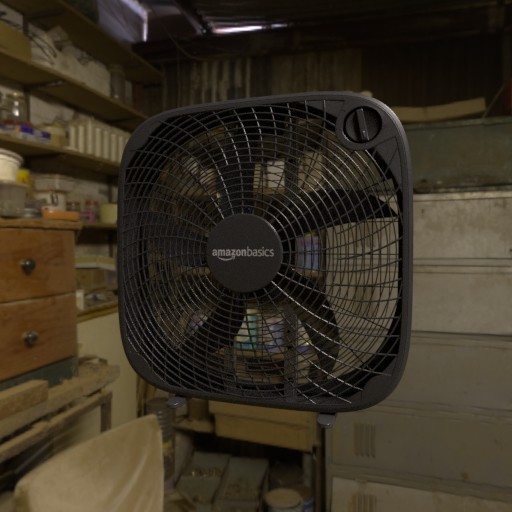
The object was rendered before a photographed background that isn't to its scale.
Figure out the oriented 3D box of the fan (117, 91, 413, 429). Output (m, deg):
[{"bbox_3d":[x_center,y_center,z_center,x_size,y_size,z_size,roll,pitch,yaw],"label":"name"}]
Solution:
[{"bbox_3d":[0.000,0.000,0.788,0.526,0.533,0.142,0,1,19],"label":"fan"}]
